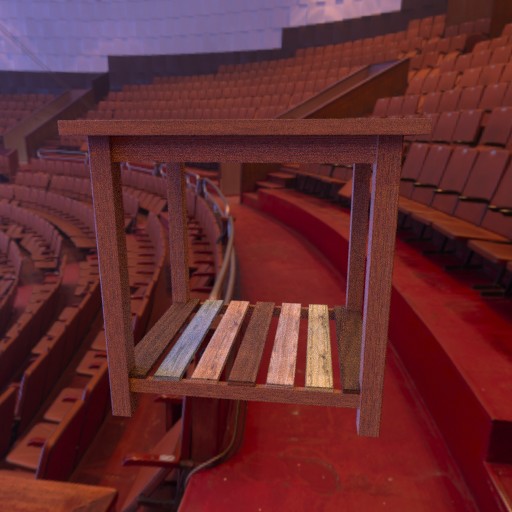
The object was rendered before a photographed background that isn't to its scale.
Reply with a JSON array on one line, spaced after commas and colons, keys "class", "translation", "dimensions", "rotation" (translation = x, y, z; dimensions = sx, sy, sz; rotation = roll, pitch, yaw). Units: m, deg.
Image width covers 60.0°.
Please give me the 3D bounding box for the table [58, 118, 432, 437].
[{"class": "table", "translation": [0.000, 0.000, 1.120], "dimensions": [0.660, 0.635, 0.559], "rotation": [2, 15, 7]}]
